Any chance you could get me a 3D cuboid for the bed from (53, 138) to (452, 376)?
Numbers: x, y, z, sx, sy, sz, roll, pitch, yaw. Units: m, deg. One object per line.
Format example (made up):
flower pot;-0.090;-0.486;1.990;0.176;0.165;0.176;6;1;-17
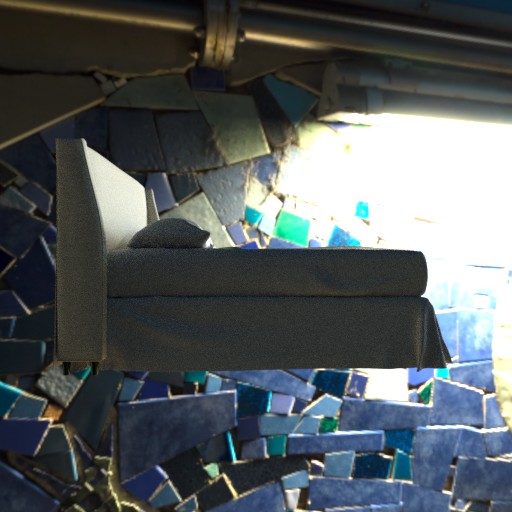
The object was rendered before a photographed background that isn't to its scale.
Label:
bed;0.000;0.000;3.393;2.276;1.332;1.925;0;0;-1
